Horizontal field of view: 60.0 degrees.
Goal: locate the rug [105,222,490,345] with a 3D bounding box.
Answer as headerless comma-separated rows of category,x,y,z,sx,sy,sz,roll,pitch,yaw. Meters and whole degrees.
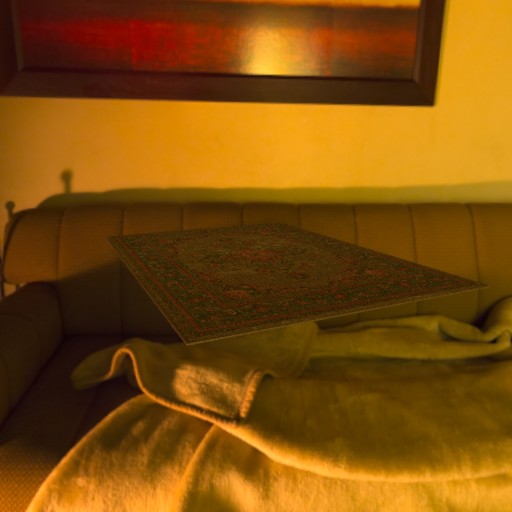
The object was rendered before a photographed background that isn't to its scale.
rug,0.000,0.000,2.898,1.609,0.013,2.214,-6,15,-25
